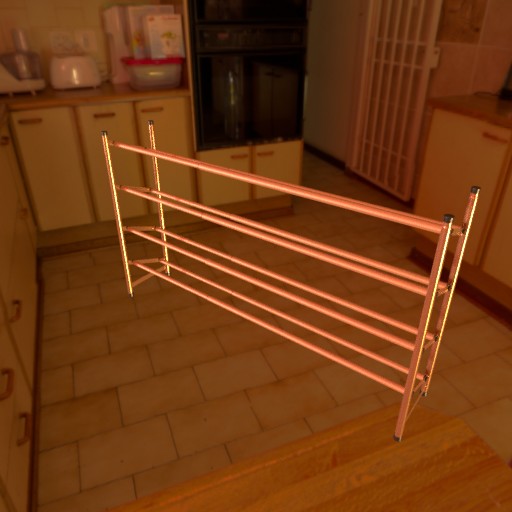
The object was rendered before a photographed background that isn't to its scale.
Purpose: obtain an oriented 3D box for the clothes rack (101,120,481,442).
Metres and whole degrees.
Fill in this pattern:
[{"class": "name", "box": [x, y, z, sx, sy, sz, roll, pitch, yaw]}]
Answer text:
[{"class": "clothes rack", "box": [0.000, 0.000, 1.435, 1.168, 0.672, 0.229, 21, 35, 32]}]
